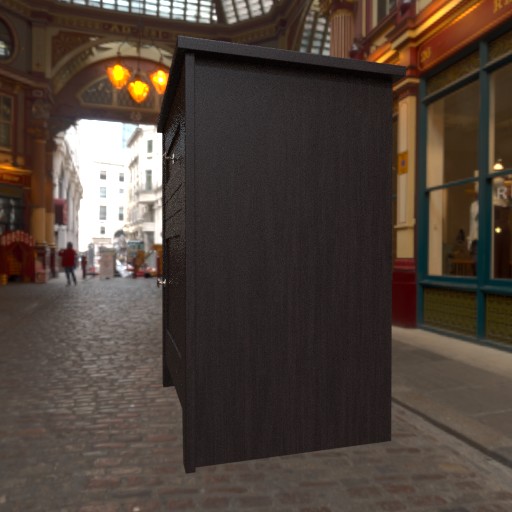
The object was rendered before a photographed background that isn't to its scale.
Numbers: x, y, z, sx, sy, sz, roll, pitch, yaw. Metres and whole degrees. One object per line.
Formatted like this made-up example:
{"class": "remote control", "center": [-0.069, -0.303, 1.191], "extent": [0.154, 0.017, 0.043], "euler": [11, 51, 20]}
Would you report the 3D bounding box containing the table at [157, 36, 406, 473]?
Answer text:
{"class": "table", "center": [0.000, 0.000, 0.917], "extent": [0.381, 0.635, 0.480], "euler": [0, 1, -16]}
